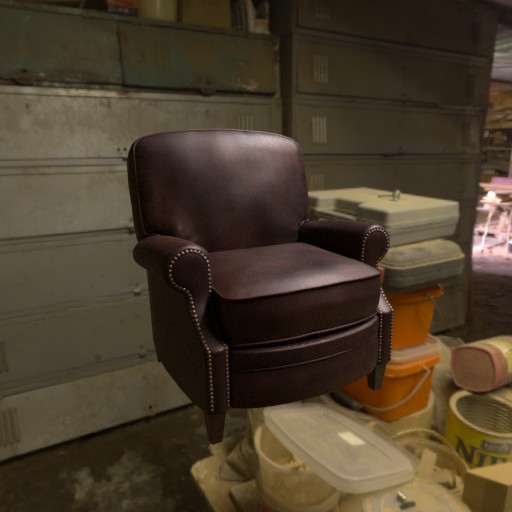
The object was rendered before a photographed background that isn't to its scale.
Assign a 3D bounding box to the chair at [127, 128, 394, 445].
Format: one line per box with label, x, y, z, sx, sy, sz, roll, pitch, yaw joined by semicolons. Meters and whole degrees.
chair;0.000;0.000;1.807;0.936;1.018;0.986;-7;16;-27
